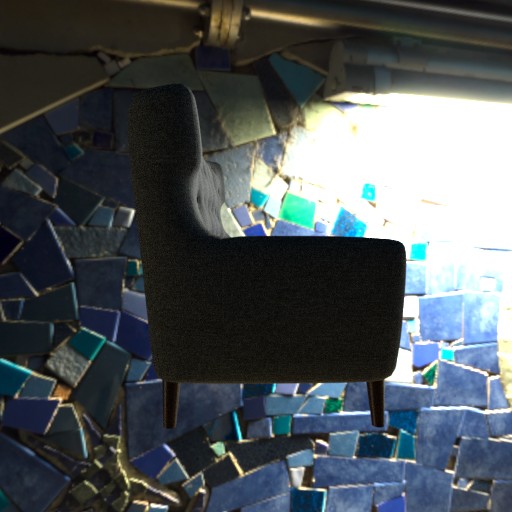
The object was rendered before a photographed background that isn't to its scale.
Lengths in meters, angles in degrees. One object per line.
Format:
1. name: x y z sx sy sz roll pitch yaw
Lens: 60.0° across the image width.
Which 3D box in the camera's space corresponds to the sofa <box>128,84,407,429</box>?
1. sofa: 0.000 0.000 1.920 0.874 1.028 1.358 0 2 -1
